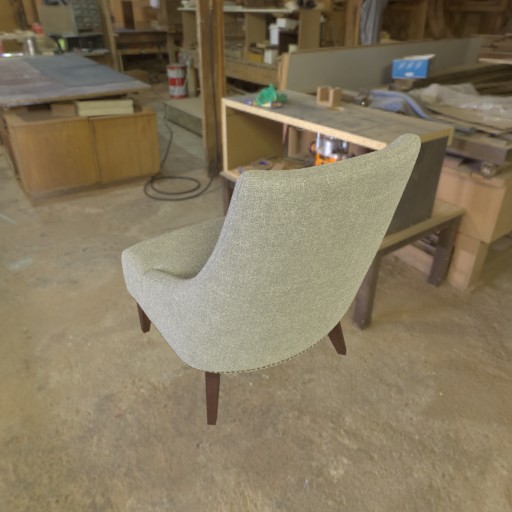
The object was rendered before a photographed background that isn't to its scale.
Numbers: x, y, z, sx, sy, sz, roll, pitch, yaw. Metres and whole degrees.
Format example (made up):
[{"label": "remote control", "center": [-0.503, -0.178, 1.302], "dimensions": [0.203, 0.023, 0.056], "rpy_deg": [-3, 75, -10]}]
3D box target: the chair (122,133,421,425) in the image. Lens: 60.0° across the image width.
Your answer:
[{"label": "chair", "center": [0.000, 0.000, 1.497], "dimensions": [0.701, 0.909, 0.861], "rpy_deg": [-19, 36, -29]}]
